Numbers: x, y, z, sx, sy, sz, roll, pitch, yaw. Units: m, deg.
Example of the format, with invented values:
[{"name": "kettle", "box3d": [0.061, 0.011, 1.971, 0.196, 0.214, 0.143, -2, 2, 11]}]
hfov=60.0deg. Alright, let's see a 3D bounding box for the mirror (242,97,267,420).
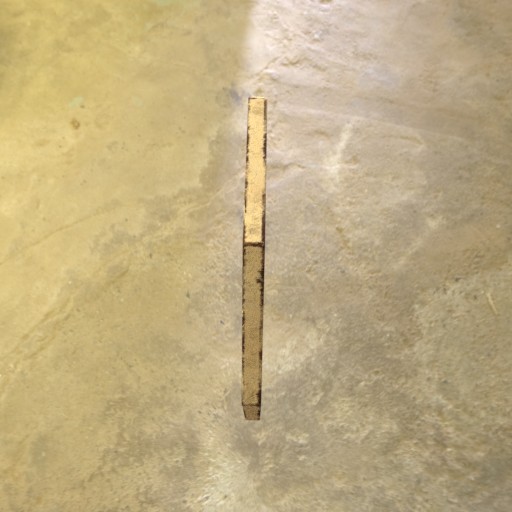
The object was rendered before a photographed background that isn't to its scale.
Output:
[{"name": "mirror", "box3d": [0.000, 0.000, 0.960, 0.031, 0.648, 0.648, 1, 65, 1]}]
